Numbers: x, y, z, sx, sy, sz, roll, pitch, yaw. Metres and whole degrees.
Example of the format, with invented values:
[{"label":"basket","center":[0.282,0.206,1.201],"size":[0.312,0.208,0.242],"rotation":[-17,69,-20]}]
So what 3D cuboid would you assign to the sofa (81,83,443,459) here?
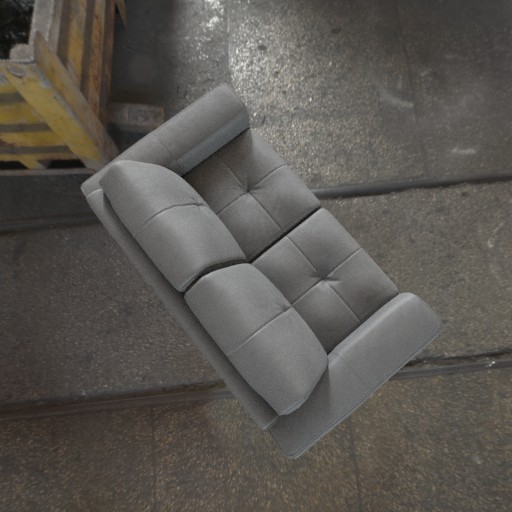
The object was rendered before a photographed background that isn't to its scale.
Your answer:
[{"label":"sofa","center":[0.000,0.000,2.353],"size":[1.018,0.907,1.806],"rotation":[-38,79,-8]}]
